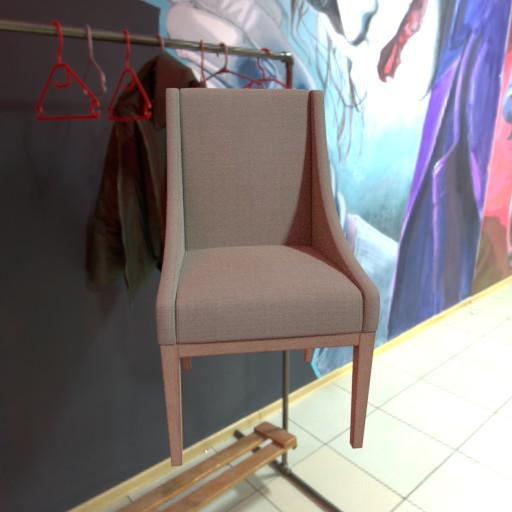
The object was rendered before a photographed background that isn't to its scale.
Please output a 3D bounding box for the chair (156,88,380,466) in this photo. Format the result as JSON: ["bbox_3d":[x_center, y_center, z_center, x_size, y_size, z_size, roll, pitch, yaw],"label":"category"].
[{"bbox_3d":[0.000,0.000,1.386,0.575,1.021,0.611,-2,17,-7],"label":"chair"}]
